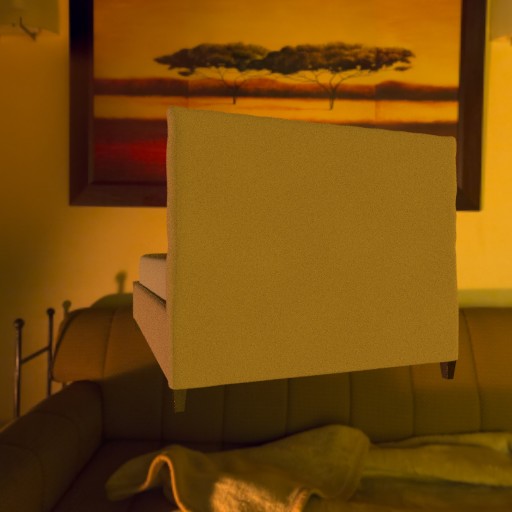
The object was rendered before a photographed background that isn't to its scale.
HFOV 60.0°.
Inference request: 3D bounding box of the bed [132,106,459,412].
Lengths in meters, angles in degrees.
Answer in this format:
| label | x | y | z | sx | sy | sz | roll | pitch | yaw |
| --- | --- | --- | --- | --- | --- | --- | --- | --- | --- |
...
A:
| label | x | y | z | sx | sy | sz | roll | pitch | yaw |
| --- | --- | --- | --- | --- | --- | --- | --- | --- | --- |
| bed | 0.000 | 0.000 | 3.420 | 1.698 | 1.427 | 2.387 | 0 | 1 | -20 |
